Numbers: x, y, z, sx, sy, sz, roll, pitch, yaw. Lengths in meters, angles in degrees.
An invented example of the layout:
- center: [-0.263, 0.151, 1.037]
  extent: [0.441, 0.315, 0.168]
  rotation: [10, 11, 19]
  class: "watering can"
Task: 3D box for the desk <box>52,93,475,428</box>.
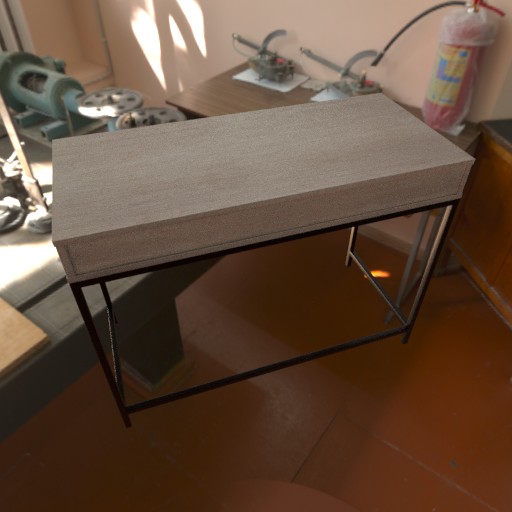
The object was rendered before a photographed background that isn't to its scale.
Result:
- center: [0.000, 0.000, 1.421]
  extent: [1.016, 0.762, 0.470]
  rotation: [-13, 43, -14]
  class: "desk"
